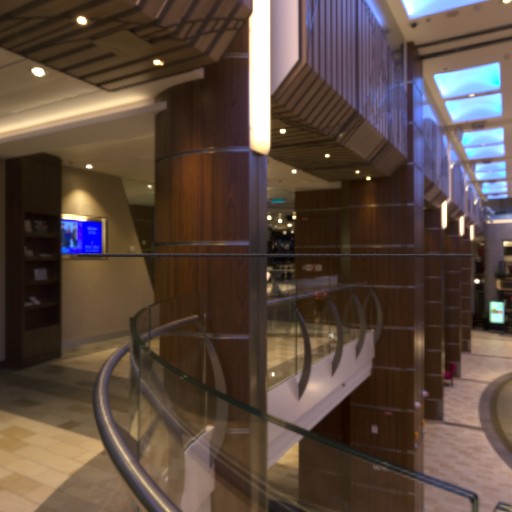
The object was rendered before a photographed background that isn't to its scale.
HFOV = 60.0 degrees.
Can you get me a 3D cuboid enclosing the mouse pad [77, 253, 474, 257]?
[{"bbox_3d":[0.000,0.000,0.447,0.315,0.002,0.269,0,0,-16],"label":"mouse pad"}]
